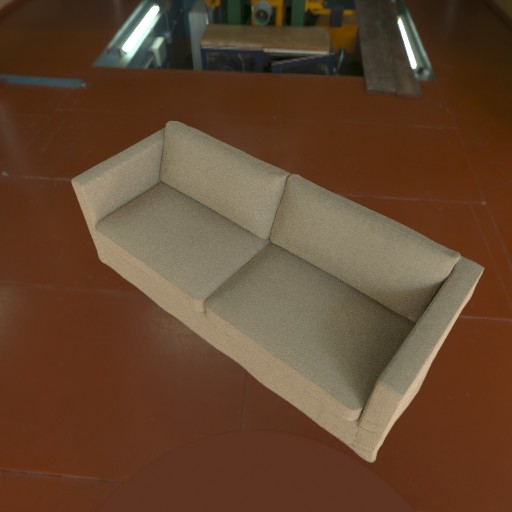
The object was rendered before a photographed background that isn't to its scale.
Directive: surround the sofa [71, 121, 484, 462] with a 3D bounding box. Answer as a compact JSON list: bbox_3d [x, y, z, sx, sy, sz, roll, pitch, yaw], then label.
[{"bbox_3d":[0.000,0.000,2.701,2.296,0.847,0.956,31,54,26],"label":"sofa"}]
